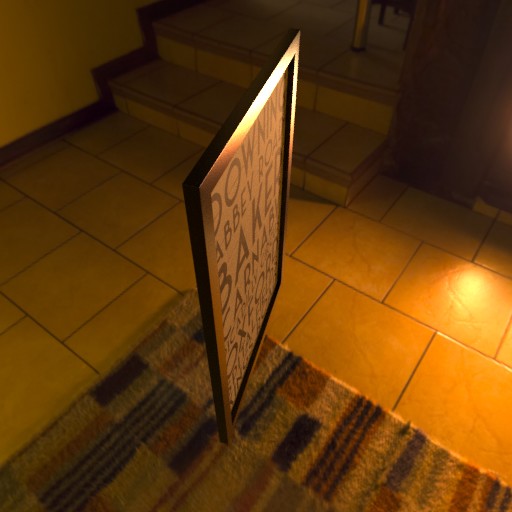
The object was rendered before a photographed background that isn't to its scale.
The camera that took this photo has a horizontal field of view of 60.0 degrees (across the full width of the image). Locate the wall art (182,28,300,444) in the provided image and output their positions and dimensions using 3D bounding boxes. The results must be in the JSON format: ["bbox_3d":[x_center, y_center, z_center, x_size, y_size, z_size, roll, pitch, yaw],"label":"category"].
[{"bbox_3d":[0.000,0.000,0.550,0.013,0.432,0.304,12,47,12],"label":"wall art"}]
